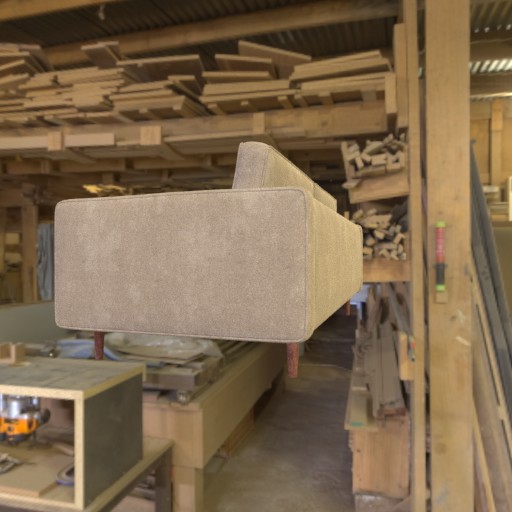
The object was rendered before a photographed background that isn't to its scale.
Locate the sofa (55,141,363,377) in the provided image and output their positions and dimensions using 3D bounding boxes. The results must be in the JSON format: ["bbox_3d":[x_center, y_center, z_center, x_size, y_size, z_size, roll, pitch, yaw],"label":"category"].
[{"bbox_3d":[0.000,0.000,2.266,0.920,0.769,1.883,0,0,18],"label":"sofa"}]
